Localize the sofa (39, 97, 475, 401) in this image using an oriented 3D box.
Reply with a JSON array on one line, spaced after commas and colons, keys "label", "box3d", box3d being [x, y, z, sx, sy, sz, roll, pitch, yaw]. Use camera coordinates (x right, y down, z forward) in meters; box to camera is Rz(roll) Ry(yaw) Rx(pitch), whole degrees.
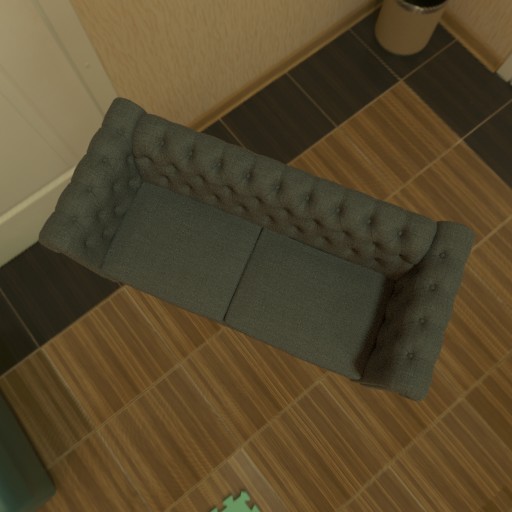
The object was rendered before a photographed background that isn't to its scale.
[{"label": "sofa", "box3d": [0.000, 0.000, 2.269, 1.798, 0.797, 0.783, 22, 77, 5]}]
